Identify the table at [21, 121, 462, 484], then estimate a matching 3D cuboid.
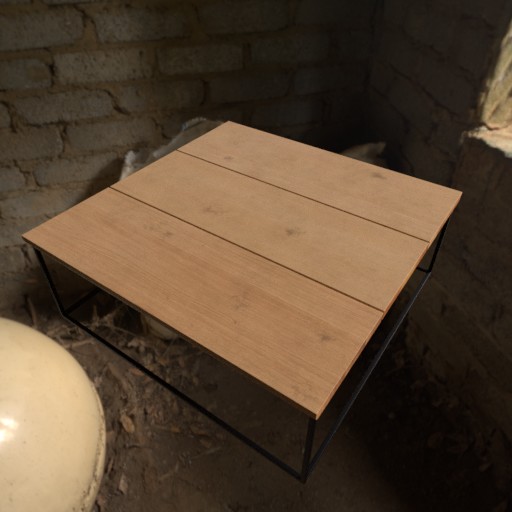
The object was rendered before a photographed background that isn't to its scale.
[{"bbox_3d":[0.000,0.000,1.676,1.100,0.400,1.100,25,46,26],"label":"table"}]
